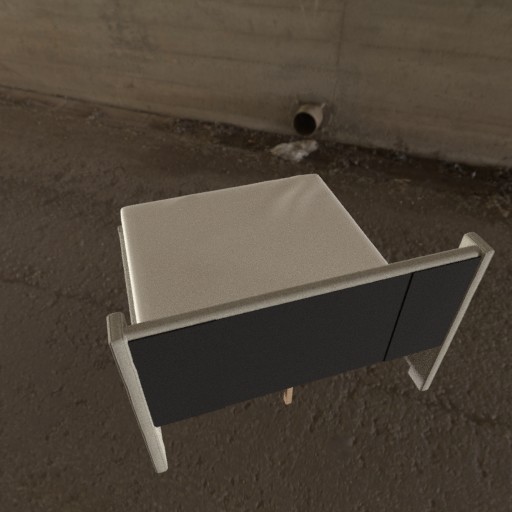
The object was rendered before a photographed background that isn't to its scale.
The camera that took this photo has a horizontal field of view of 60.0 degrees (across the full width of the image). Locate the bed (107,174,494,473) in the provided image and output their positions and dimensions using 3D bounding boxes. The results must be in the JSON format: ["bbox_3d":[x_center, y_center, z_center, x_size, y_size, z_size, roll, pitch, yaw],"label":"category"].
[{"bbox_3d":[0.000,0.000,3.564,2.140,1.470,2.280,-12,44,-13],"label":"bed"}]
